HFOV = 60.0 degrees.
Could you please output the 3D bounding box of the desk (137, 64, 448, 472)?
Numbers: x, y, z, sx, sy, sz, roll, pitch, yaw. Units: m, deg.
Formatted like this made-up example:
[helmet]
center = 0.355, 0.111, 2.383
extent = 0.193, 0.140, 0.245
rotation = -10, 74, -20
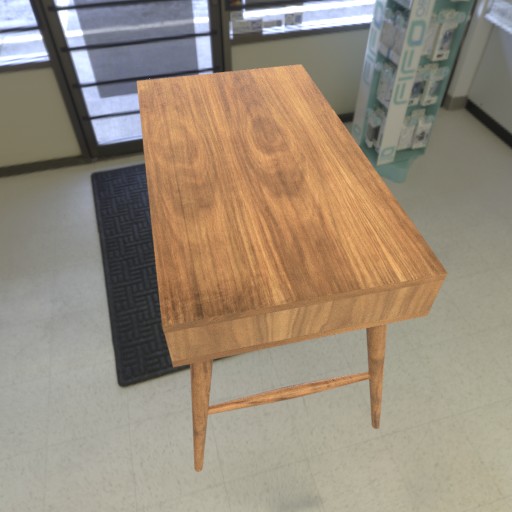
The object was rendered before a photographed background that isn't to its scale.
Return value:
[desk]
center = 0.000, 0.000, 1.396
extent = 0.588, 0.758, 0.949
rotation = -10, 47, -9
